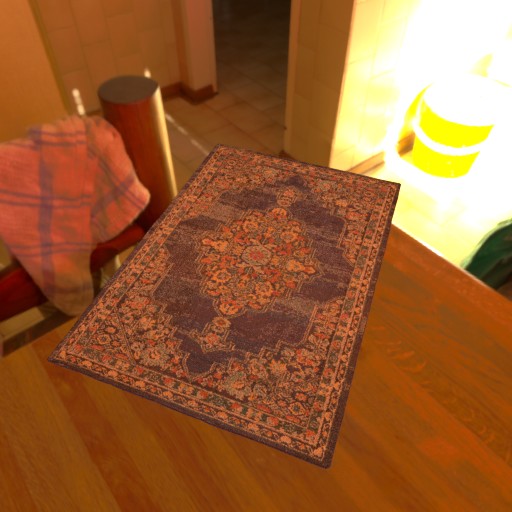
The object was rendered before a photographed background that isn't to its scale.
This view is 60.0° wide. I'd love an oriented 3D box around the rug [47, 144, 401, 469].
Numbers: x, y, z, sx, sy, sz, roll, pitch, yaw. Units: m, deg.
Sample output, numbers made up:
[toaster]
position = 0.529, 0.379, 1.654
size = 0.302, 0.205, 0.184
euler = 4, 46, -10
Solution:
[rug]
position = 0.000, 0.000, 3.805
size = 2.053, 0.011, 2.940
euler = 16, 49, 14
